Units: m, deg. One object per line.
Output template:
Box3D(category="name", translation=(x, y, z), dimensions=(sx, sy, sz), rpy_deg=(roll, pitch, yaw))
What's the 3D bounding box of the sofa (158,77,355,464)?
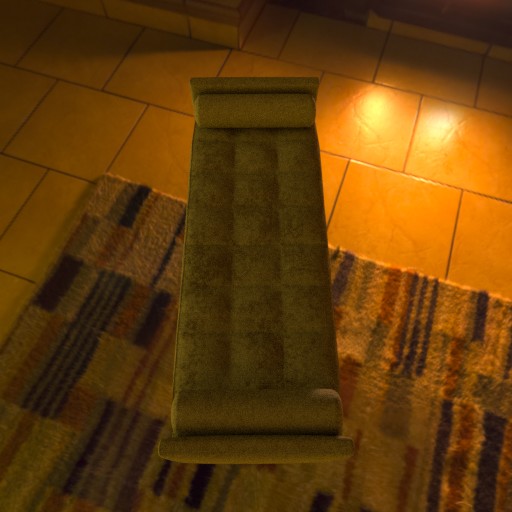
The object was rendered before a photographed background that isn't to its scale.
Box3D(category="sofa", translation=(0.000, 0.000, 2.476), dimensions=(0.797, 0.657, 2.102), rpy_deg=(0, 64, 0))
